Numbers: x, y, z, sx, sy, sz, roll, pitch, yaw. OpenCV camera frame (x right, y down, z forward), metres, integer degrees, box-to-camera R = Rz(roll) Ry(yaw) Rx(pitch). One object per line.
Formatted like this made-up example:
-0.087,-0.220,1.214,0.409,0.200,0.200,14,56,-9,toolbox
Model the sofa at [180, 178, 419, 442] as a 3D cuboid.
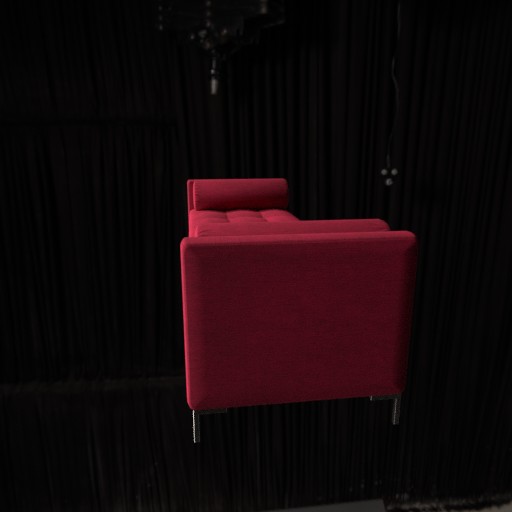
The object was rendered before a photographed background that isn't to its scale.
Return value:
0.000,0.000,2.248,0.686,0.635,1.981,-2,15,-8,sofa
